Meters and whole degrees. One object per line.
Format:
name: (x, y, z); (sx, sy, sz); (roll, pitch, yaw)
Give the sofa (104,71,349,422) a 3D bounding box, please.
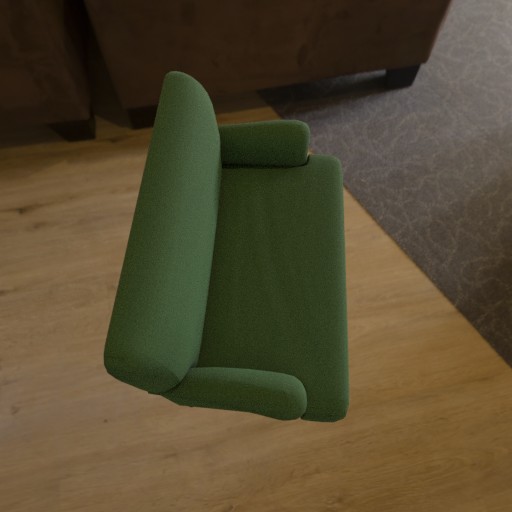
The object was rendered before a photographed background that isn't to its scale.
sofa: (0.000, 0.000, 1.841); (0.779, 0.889, 1.297); (3, 63, 2)
